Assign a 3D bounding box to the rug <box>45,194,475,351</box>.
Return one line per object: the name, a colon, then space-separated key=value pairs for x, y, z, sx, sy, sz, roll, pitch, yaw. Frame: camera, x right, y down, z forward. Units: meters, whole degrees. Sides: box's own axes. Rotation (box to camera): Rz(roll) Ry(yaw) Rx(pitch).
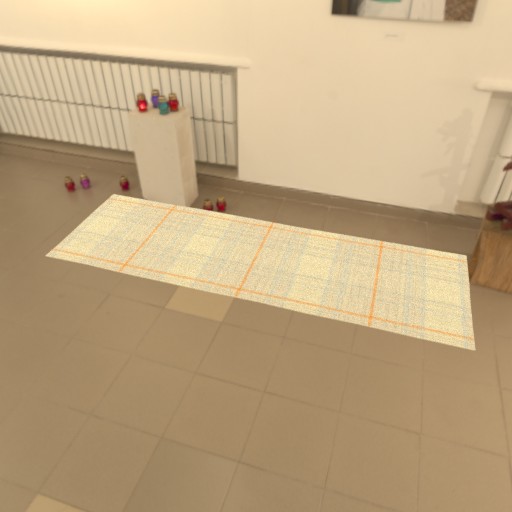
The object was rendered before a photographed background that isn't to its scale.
rug: x=0.000 y=0.000 z=2.693 sx=2.442 sy=0.016 sz=0.770 roll=11 pitch=40 yaw=14
